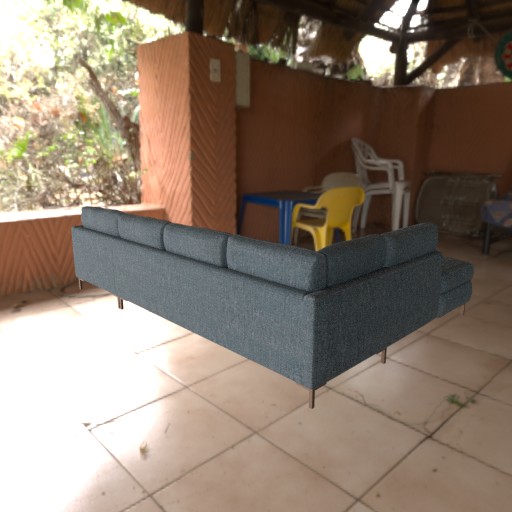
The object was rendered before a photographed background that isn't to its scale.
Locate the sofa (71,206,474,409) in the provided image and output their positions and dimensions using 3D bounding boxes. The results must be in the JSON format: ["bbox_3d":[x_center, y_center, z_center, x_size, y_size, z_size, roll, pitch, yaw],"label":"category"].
[{"bbox_3d":[0.000,0.000,3.580,1.879,0.753,2.737,-13,19,-43],"label":"sofa"}]
